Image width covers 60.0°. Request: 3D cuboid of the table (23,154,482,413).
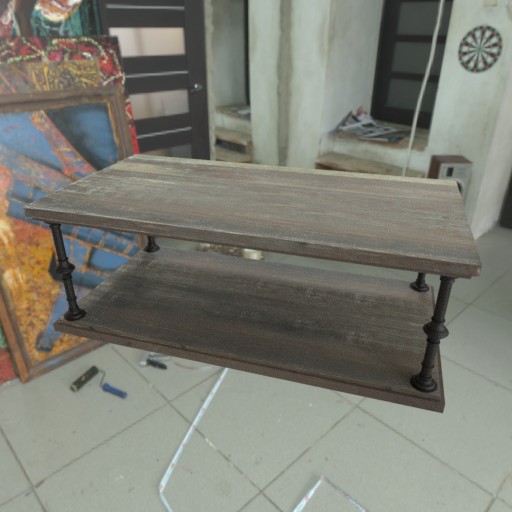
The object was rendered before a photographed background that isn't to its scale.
[{"bbox_3d":[0.000,0.000,1.329,1.088,0.399,0.554,8,28,15],"label":"table"}]
